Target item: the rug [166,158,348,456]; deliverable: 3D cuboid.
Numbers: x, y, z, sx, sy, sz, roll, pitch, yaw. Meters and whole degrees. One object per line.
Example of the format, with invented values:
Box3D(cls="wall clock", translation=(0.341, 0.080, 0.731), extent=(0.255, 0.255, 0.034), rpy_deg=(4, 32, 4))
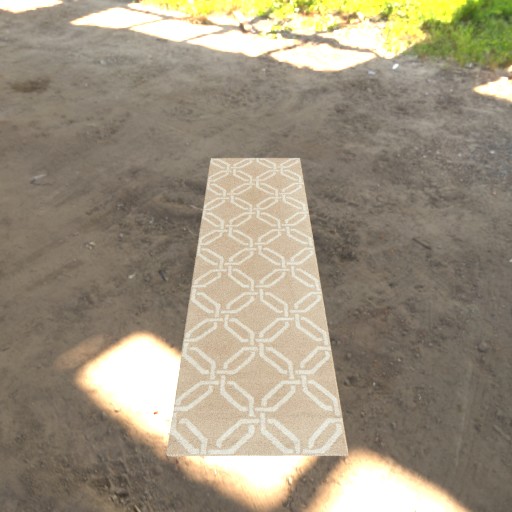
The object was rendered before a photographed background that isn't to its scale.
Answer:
Box3D(cls="rug", translation=(0.000, 0.000, 2.508), extent=(0.678, 0.014, 2.276), rpy_deg=(0, 41, 0))
